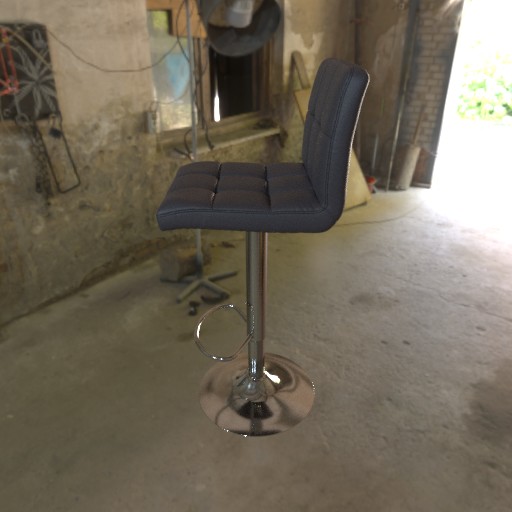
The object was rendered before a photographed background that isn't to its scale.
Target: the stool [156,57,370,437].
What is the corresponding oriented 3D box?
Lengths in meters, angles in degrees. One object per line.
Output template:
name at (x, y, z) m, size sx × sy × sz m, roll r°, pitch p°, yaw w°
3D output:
stool at (0.000, 0.000, 1.378) m, size 0.505 × 1.115 × 0.430 m, roll 0°, pitch 27°, yaw -1°
